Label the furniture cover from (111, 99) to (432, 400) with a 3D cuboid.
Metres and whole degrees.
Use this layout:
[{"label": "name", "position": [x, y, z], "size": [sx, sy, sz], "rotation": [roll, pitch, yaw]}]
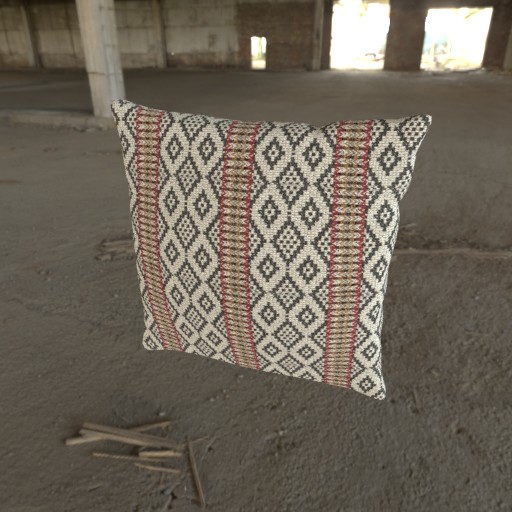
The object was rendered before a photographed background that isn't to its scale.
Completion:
[{"label": "furniture cover", "position": [0.000, 0.000, 0.779], "size": [0.503, 0.506, 0.182], "rotation": [8, 27, 16]}]
